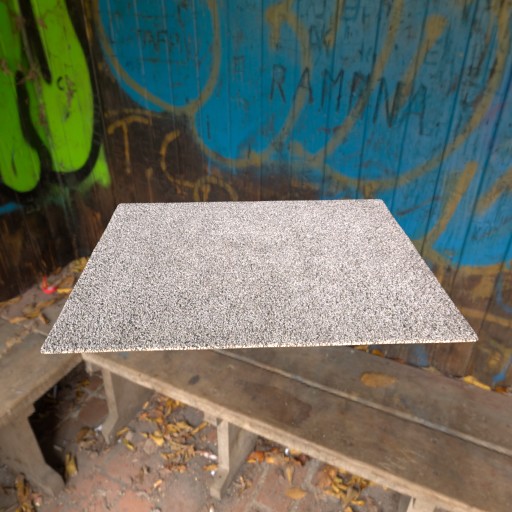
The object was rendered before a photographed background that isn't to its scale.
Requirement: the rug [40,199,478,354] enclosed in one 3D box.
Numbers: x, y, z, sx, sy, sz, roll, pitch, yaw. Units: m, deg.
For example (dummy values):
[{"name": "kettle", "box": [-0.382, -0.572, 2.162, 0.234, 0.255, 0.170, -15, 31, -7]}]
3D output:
[{"name": "rug", "box": [0.000, 0.000, 4.100, 3.047, 0.029, 2.438, -1, 31, -2]}]
